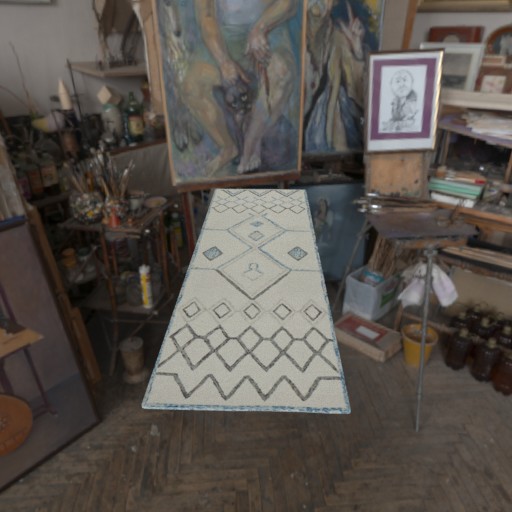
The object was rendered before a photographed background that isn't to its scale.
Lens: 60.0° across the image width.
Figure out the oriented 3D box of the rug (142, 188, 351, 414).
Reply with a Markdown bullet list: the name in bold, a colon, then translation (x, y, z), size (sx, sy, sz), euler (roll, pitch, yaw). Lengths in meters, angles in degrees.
- **rug**: translation (0.000, 0.000, 2.696), size (0.770, 0.013, 2.434), euler (1, 28, 2)
